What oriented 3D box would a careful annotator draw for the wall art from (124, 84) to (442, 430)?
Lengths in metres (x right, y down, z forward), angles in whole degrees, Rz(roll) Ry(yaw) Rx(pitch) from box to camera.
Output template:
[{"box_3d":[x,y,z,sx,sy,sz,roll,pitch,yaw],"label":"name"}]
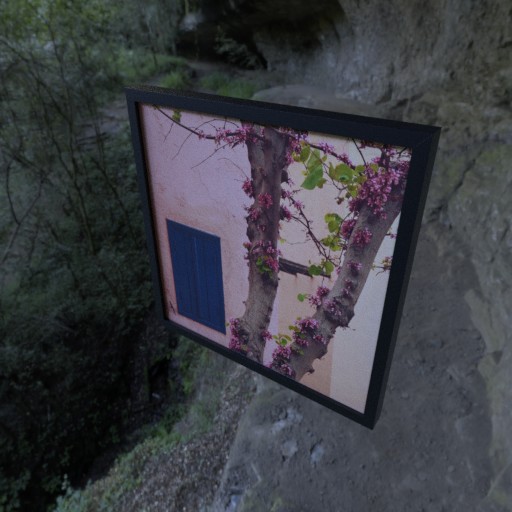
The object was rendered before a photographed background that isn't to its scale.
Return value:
[{"box_3d":[0.000,0.000,0.765,0.508,0.508,0.038,19,36,29],"label":"wall art"}]
